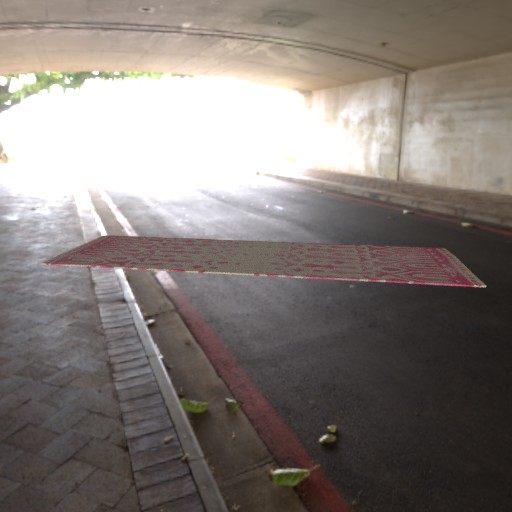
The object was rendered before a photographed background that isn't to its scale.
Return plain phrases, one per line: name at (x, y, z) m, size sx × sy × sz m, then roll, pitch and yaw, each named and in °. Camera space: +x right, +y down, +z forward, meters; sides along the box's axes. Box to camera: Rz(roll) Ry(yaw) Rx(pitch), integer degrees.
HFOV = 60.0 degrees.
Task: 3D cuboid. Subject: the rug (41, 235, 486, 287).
rug at (0.000, 0.000, 2.772) m, size 2.458 × 0.011 × 0.787 m, roll 3°, pitch 15°, yaw 9°
